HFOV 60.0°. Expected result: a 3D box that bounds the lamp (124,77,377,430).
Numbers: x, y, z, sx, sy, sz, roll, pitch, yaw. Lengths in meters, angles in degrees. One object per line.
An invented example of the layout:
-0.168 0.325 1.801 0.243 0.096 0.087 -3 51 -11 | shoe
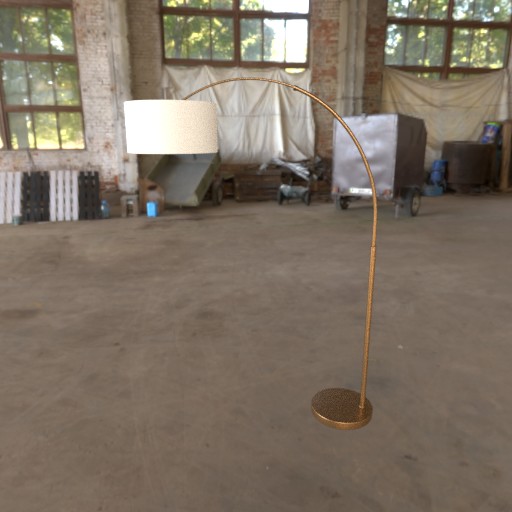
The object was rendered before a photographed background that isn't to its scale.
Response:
0.000 0.000 2.561 1.434 1.927 0.493 3 15 9 | lamp
